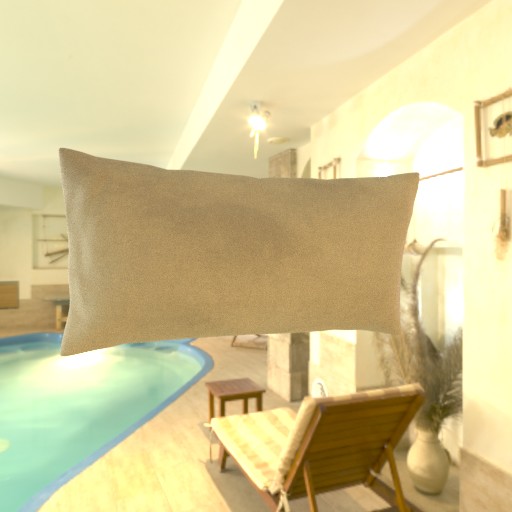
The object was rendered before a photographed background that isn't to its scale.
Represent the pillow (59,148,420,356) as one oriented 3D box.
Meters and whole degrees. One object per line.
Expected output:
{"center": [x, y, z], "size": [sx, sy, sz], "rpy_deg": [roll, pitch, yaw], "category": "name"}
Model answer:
{"center": [0.000, 0.000, 0.742], "size": [0.608, 0.305, 0.156], "rpy_deg": [0, 0, -18], "category": "pillow"}
